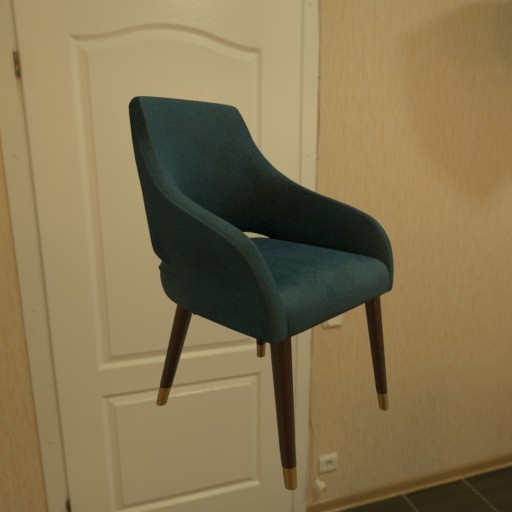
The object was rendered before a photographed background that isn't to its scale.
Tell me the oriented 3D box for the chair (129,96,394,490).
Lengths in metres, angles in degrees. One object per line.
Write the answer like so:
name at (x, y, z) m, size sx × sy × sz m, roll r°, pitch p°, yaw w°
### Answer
chair at (0.000, 0.000, 1.529) m, size 0.794 × 1.081 × 0.683 m, roll 12°, pitch 18°, yaw 42°
